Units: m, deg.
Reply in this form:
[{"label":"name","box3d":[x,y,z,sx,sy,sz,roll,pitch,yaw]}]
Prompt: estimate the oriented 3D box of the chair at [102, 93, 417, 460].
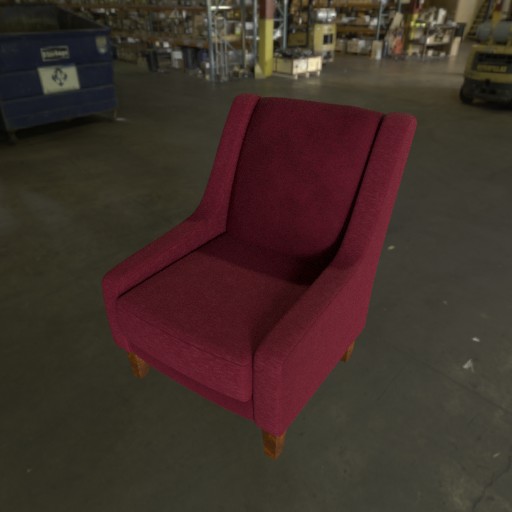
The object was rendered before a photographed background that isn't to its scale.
[{"label":"chair","box3d":[0.000,0.000,1.719,0.793,1.017,0.985,19,35,30]}]
